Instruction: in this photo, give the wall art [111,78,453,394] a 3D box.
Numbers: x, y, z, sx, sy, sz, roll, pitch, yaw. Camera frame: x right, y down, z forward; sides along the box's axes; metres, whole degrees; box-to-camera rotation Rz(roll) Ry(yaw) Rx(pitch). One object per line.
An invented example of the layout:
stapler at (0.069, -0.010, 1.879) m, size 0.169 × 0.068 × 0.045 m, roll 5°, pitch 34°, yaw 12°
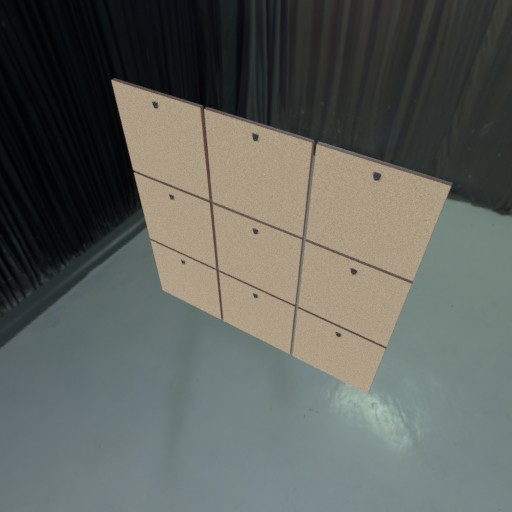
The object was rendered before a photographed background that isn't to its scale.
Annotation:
wall art at (0.000, 0.000, 1.371) m, size 0.906 × 0.904 × 0.018 m, roll 23°, pitch 51°, yaw 20°
